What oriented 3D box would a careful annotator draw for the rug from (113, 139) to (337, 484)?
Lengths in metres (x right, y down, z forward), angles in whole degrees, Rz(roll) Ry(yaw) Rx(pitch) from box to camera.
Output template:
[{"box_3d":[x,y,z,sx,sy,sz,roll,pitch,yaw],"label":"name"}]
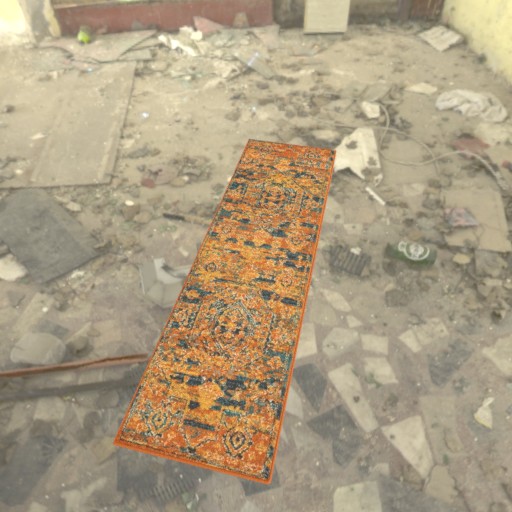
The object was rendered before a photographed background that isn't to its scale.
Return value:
[{"box_3d":[0.000,0.000,2.483,0.651,0.016,2.274,10,48,9],"label":"rug"}]
